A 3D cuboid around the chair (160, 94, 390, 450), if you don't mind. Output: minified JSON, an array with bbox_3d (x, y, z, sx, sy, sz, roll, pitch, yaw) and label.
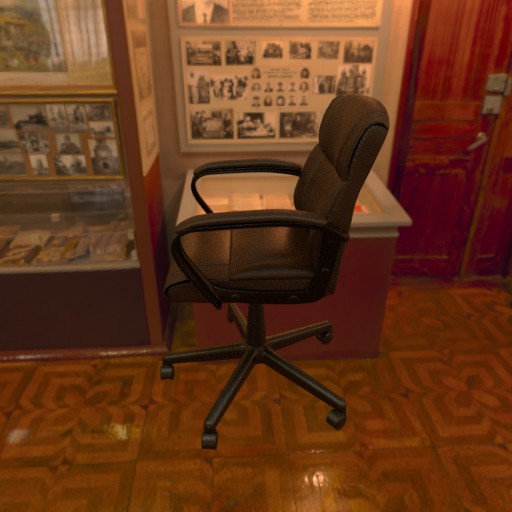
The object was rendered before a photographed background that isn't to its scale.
[{"bbox_3d":[0.000,0.000,1.479,0.717,1.004,0.739,-1,27,-1],"label":"chair"}]
